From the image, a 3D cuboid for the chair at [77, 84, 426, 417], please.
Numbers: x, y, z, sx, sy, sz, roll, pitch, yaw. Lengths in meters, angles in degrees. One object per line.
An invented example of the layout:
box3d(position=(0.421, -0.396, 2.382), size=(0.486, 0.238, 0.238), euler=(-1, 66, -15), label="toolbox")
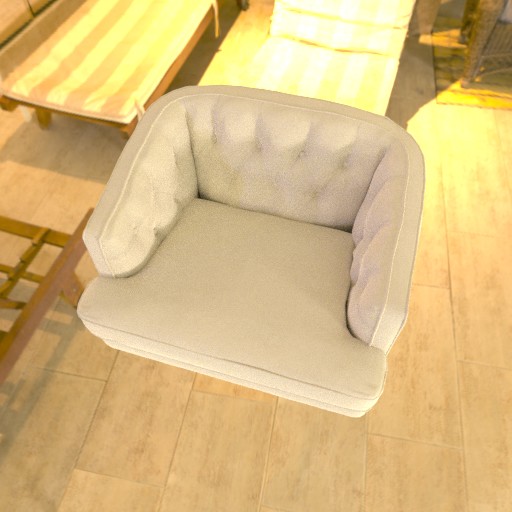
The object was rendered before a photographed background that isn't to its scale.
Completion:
box3d(position=(0.000, 0.000, 1.744), size=(1.104, 0.852, 0.941), euler=(14, 57, 9), label="chair")
